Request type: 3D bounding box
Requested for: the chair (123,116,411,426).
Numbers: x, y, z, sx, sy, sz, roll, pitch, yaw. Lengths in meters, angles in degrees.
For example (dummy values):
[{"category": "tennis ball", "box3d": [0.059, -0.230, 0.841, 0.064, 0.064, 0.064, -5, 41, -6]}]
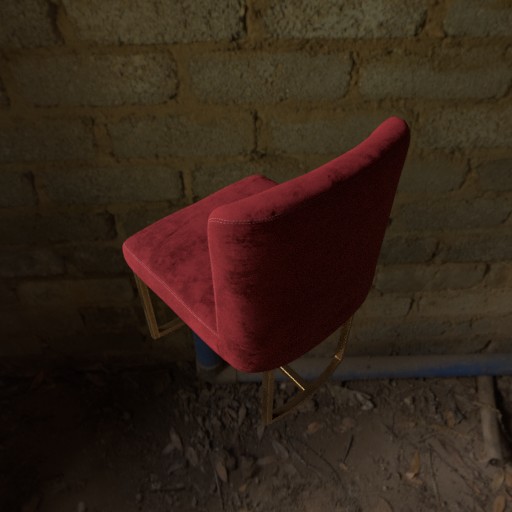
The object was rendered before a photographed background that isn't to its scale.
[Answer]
[{"category": "chair", "box3d": [0.000, 0.000, 1.194, 0.530, 0.824, 0.560, -32, 53, -28]}]
